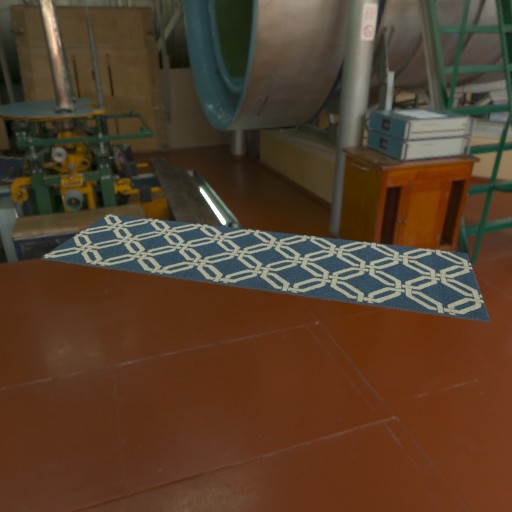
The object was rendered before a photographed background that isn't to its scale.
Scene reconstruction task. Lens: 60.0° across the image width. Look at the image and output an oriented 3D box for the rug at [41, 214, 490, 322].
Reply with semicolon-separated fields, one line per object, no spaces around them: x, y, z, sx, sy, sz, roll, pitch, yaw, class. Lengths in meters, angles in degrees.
0.000;0.000;2.465;2.276;0.014;0.678;7;28;14;rug
